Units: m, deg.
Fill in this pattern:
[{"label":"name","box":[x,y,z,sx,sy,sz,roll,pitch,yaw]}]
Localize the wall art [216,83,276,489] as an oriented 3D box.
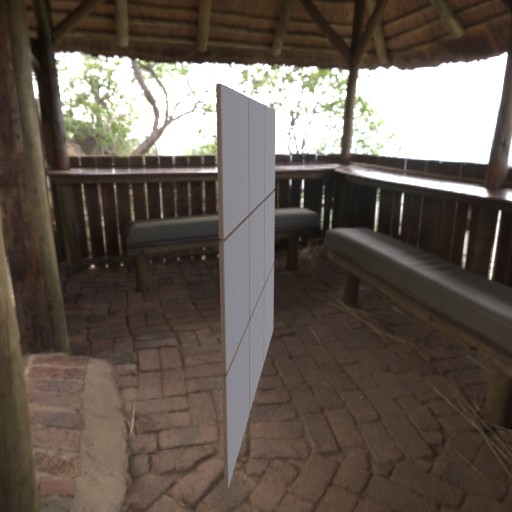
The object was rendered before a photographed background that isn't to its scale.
[{"label":"wall art","box":[0.000,0.000,2.301,0.017,1.521,1.527,2,15,9]}]
